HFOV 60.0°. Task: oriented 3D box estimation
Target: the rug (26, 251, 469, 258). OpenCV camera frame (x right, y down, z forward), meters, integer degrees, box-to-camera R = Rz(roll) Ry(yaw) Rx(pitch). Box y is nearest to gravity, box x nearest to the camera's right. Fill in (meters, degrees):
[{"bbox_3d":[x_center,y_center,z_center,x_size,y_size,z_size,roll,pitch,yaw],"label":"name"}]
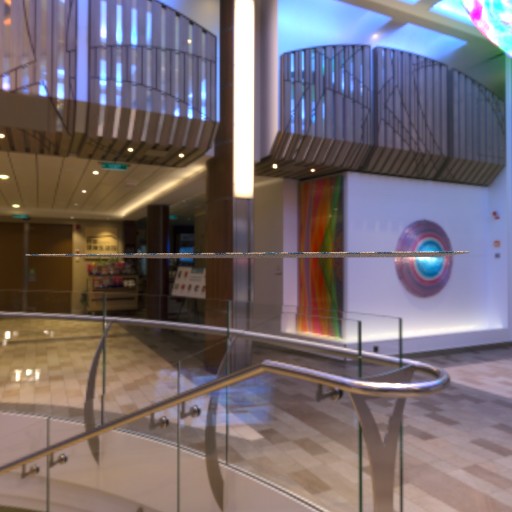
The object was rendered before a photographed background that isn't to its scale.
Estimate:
[{"bbox_3d":[0.000,0.000,3.023,2.439,0.008,1.531,0,-1,18],"label":"rug"}]
